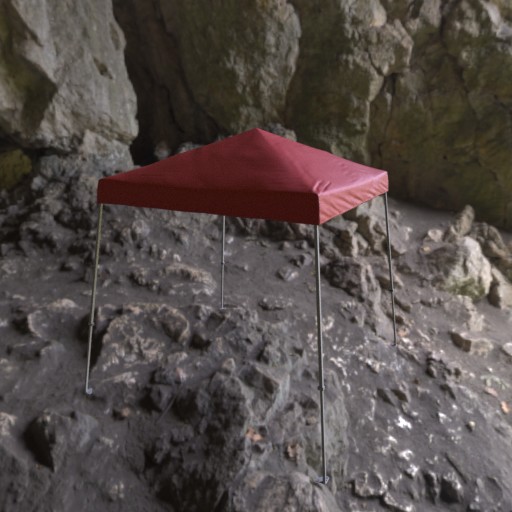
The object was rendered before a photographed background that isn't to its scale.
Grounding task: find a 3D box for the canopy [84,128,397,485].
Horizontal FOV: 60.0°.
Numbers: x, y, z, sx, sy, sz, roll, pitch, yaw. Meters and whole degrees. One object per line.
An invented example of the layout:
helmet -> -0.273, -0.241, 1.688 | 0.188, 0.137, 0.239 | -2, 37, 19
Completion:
canopy -> 0.000, 0.000, 5.135 | 2.848, 2.849, 2.849 | 8, 18, 27
